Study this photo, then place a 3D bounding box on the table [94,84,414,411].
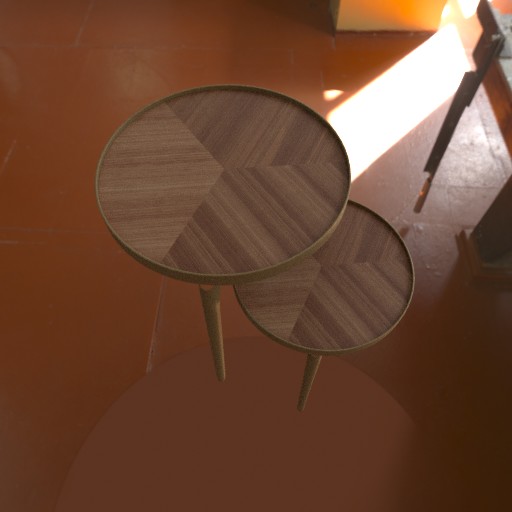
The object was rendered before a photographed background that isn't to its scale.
[{"bbox_3d":[0.000,0.000,1.136,0.751,0.555,0.532,32,63,18],"label":"table"}]
